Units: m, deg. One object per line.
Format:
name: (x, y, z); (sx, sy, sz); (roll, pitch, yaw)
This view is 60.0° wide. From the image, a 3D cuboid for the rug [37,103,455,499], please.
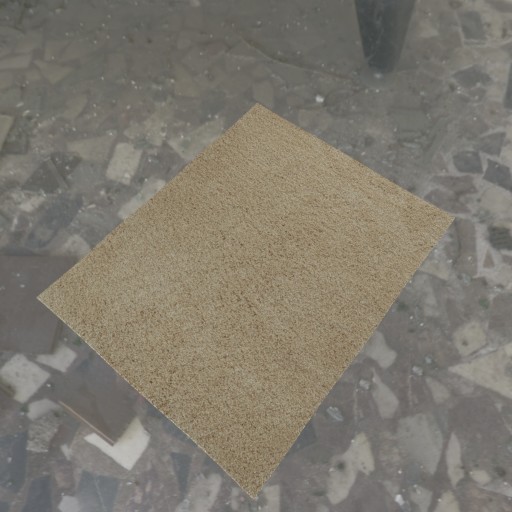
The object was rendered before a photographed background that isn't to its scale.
rug: (0.000, 0.000, 3.992); (2.400, 0.025, 3.000); (36, 67, 17)
